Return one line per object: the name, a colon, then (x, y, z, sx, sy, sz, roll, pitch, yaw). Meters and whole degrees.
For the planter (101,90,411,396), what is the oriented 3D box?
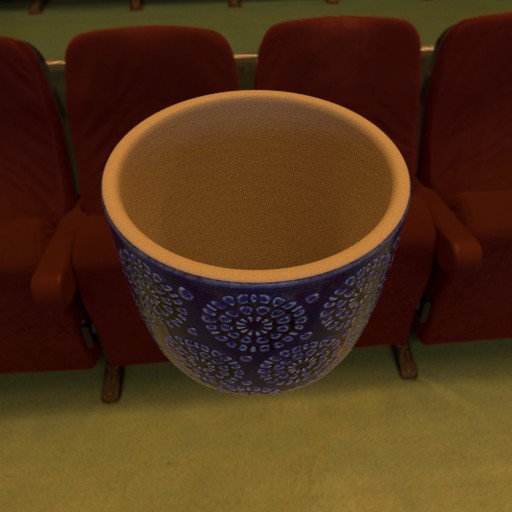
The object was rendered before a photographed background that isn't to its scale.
planter: (0.000, 0.000, 0.293, 0.165, 0.149, 0.165, 0, 48, 0)
